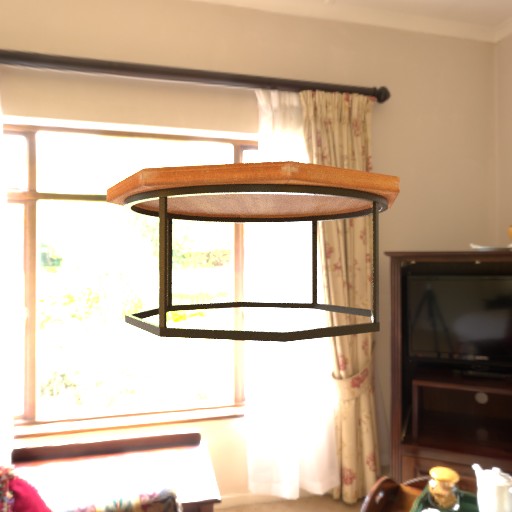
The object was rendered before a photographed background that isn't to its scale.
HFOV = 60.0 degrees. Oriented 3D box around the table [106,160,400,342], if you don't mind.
[{"bbox_3d":[0.000,0.000,1.545,1.002,0.444,1.002,0,-1,0],"label":"table"}]
